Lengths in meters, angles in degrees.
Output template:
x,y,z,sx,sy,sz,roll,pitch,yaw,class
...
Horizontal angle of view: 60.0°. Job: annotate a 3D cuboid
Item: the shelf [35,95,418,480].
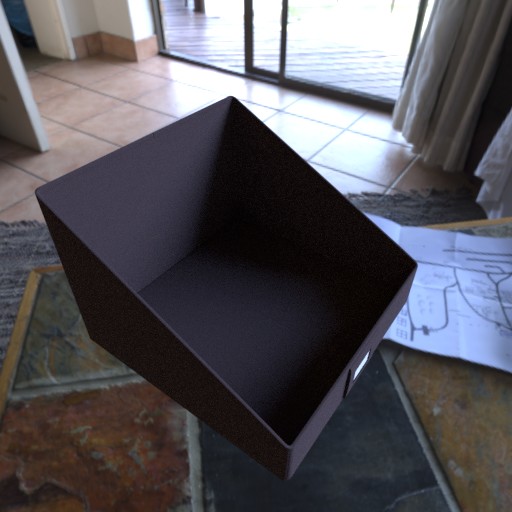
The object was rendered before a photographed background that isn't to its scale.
x,y,z,sx,sy,sz,roll,pitch,yaw,class
0.000,0.000,0.494,0.292,0.210,0.292,26,47,27,shelf
